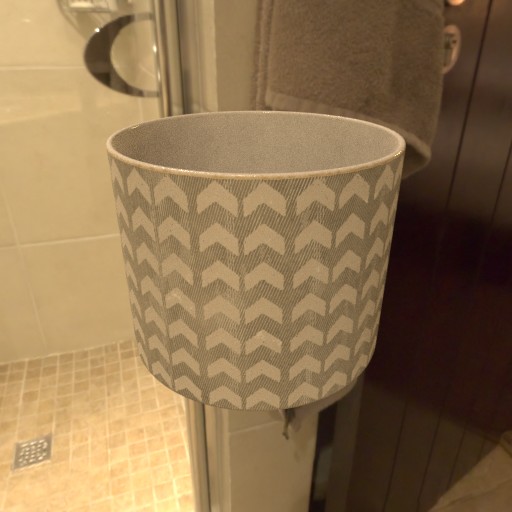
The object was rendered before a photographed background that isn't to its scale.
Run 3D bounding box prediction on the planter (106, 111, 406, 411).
[{"bbox_3d":[0.000,0.000,0.439,0.250,0.239,0.250,0,27,0],"label":"planter"}]
